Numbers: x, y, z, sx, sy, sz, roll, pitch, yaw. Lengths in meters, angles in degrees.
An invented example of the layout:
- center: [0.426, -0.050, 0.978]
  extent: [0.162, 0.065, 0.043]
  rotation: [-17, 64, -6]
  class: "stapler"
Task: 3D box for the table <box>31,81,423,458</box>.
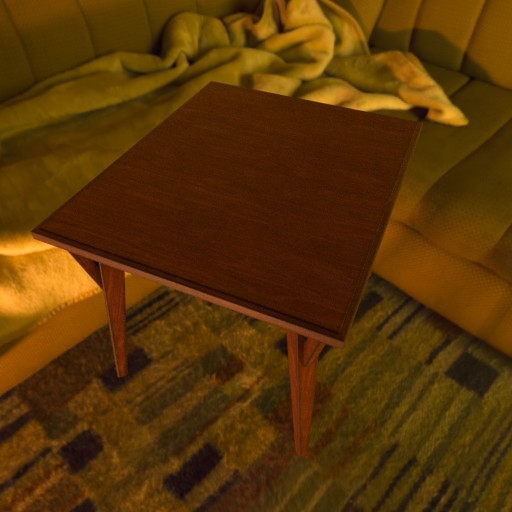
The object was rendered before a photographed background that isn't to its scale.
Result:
- center: [0.000, 0.000, 1.611]
  extent: [0.838, 0.761, 0.991]
  rotation: [17, 48, 17]
  class: "table"
